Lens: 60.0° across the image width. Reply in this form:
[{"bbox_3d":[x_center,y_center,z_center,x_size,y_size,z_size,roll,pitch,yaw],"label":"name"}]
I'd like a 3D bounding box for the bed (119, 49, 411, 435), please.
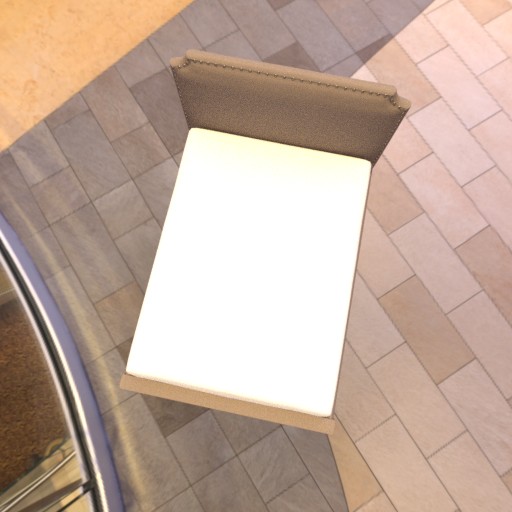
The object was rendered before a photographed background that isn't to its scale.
[{"bbox_3d":[0.000,0.000,3.395,1.713,1.443,2.372,11,77,3],"label":"bed"}]
